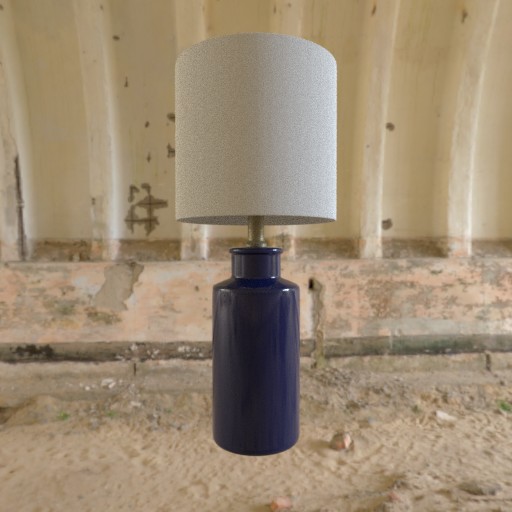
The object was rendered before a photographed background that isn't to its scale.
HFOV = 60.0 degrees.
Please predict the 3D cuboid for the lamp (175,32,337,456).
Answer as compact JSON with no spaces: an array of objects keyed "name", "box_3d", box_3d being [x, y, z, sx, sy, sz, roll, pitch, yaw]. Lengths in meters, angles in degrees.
[{"name":"lamp","box_3d":[0.000,0.000,0.594,0.212,0.493,0.212,-1,1,-37]}]
